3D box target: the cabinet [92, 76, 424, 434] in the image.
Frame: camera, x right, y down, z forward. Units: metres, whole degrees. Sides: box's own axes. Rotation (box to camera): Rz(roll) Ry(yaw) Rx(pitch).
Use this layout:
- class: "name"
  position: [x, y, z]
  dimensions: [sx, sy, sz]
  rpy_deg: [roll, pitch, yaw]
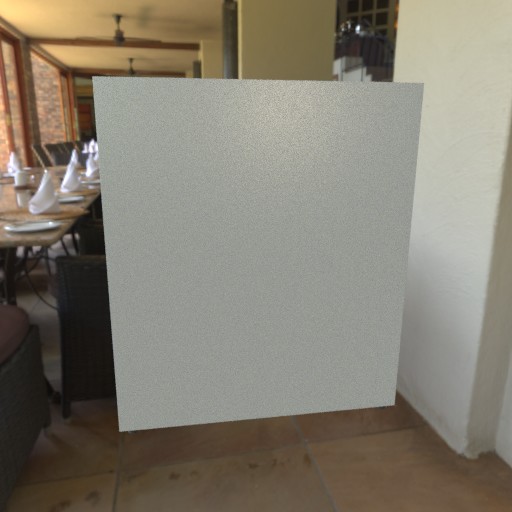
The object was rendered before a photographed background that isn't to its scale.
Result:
- class: "cabinet"
  position: [0.000, 0.000, 1.599]
  dimensions: [0.990, 1.150, 0.348]
  rpy_deg: [-2, 15, -9]
